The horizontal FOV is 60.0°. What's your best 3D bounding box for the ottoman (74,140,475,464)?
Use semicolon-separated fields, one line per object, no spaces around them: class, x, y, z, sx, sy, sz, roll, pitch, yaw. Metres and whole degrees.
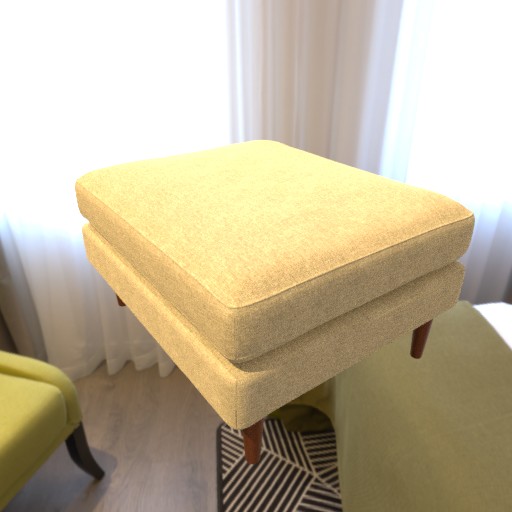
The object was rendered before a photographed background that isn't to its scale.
ottoman;0.000;0.000;1.203;0.693;0.474;0.821;-19;33;-32
